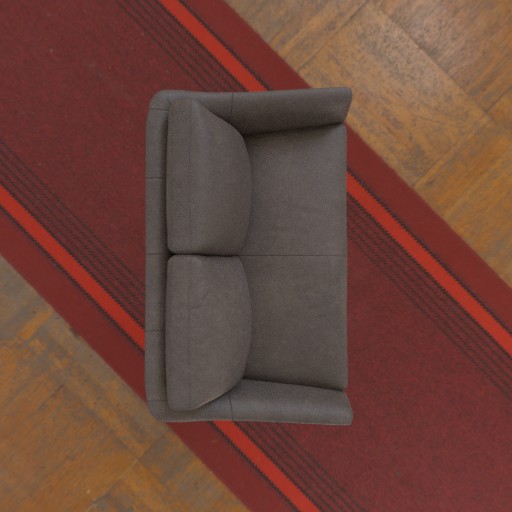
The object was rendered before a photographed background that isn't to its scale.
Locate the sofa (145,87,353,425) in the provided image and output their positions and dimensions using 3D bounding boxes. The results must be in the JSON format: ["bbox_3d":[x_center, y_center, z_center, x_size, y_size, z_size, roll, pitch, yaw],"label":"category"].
[{"bbox_3d":[0.000,0.000,2.258,0.960,0.902,1.619,0,89,1],"label":"sofa"}]
